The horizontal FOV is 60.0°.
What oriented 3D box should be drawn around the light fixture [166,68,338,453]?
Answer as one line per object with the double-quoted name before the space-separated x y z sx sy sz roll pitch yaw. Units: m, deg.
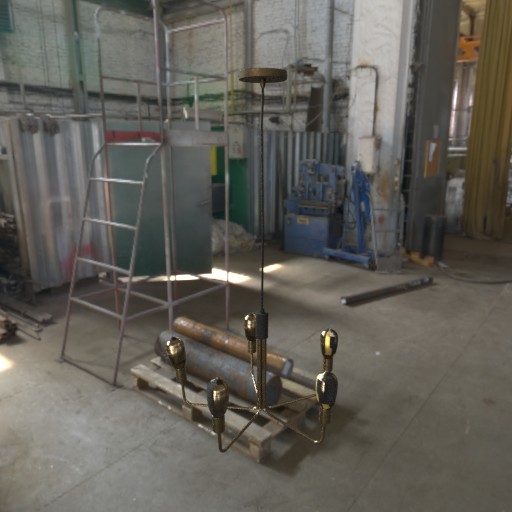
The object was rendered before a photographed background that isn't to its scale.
"light fixture" 0.000 0.000 1.373 0.588 1.059 0.532 -2 14 -8
